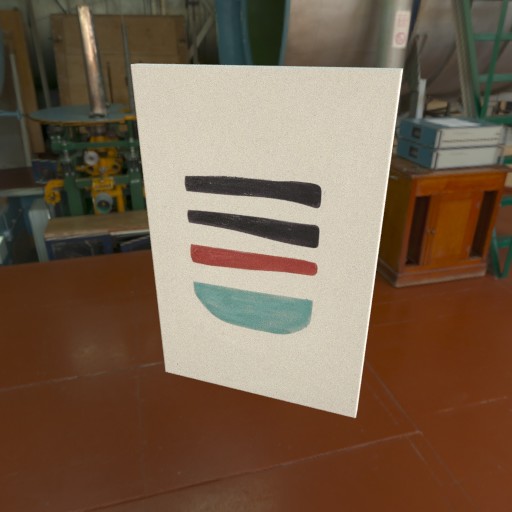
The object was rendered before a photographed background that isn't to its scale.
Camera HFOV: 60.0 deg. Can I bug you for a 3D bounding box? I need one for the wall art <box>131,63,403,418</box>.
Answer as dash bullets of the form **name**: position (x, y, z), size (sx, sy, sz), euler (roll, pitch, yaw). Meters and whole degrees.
- **wall art**: position (0.000, 0.000, 1.157), size (0.607, 0.912, 0.038), euler (8, 27, 17)
